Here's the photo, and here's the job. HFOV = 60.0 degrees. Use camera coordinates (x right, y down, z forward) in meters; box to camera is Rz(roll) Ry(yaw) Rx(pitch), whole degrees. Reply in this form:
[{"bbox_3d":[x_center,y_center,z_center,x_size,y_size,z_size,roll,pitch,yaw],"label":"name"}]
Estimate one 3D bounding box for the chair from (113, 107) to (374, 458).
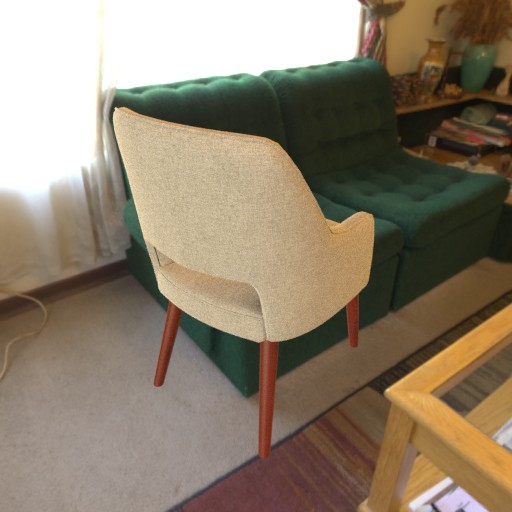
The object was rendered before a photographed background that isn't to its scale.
[{"bbox_3d":[0.000,0.000,1.221,0.548,0.849,0.605,21,37,31],"label":"chair"}]
